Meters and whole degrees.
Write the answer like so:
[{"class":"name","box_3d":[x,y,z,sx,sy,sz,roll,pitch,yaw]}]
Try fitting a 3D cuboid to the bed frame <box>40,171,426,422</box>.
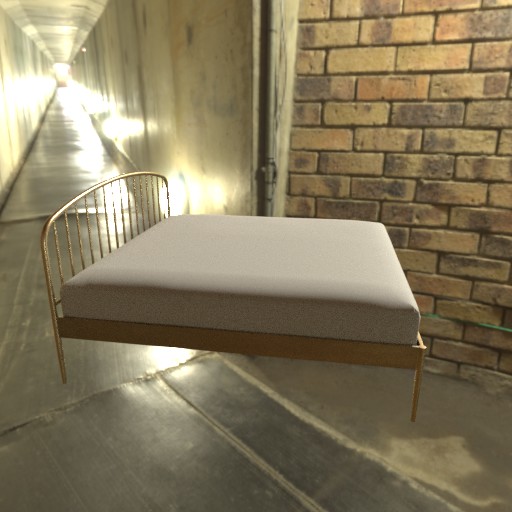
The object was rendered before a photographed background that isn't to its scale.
[{"class":"bed frame","box_3d":[0.000,0.000,3.385,2.152,1.174,2.016,3,18,9]}]
